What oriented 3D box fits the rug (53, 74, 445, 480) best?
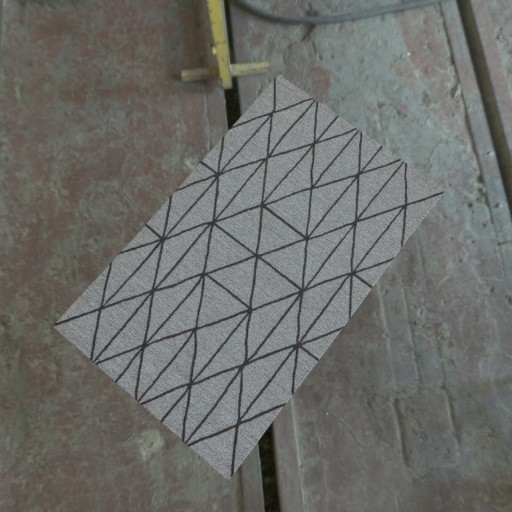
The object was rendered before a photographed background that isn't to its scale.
[{"bbox_3d":[0.000,0.000,3.086,1.526,0.008,2.465,38,80,8],"label":"rug"}]
